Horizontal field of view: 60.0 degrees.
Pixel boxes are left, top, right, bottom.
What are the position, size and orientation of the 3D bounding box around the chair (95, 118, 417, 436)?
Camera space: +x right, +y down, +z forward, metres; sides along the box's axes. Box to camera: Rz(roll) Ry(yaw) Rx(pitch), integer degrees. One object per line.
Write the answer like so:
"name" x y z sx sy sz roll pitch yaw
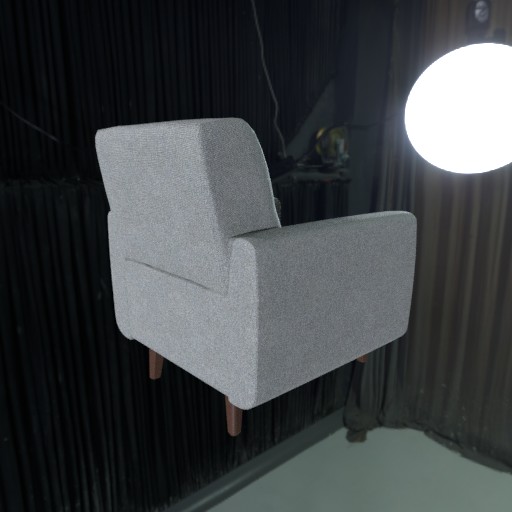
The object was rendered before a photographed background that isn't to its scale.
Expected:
"chair" 0.000 0.000 1.692 0.942 0.968 0.845 -13 18 -42
